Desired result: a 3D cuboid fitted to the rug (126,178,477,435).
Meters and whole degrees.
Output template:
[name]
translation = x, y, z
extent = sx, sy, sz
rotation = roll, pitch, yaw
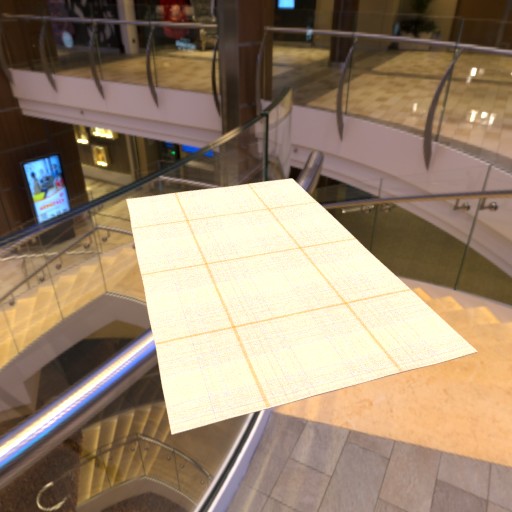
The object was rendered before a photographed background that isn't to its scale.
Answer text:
[rug]
translation = 0.000, 0.000, 2.994
extent = 1.527, 0.016, 2.442
rotation = -10, 33, -15
